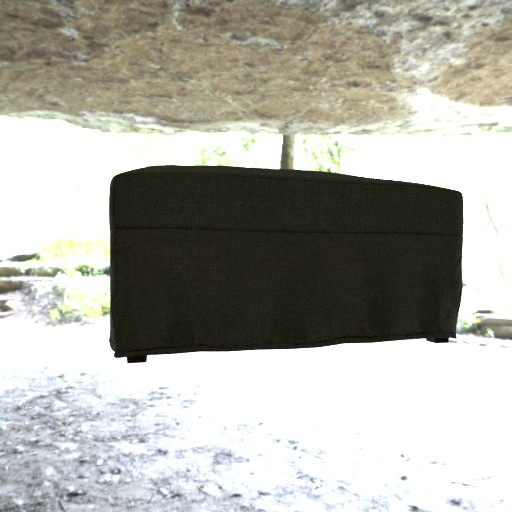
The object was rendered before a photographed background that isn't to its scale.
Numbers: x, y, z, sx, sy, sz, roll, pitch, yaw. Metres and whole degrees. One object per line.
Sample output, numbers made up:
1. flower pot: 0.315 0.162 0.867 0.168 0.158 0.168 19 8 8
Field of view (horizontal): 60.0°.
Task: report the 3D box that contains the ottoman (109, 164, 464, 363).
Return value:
1. ottoman: 0.000 0.000 1.349 0.843 0.436 0.840 0 -1 -17
